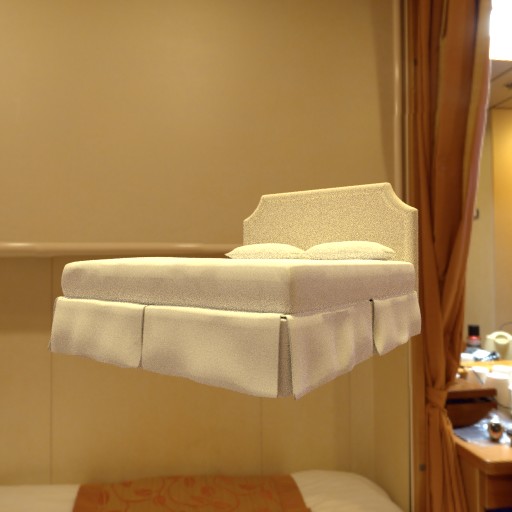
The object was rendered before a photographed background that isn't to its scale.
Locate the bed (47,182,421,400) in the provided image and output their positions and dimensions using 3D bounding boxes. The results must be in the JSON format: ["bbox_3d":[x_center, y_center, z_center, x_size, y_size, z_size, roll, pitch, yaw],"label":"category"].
[{"bbox_3d":[0.000,0.000,4.090,2.350,1.590,2.773,-1,-1,35],"label":"bed"}]
